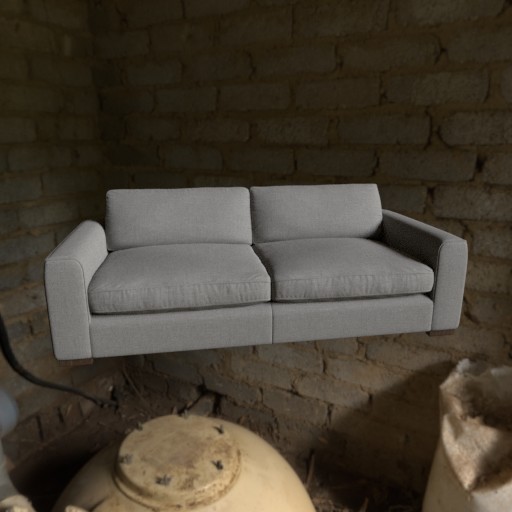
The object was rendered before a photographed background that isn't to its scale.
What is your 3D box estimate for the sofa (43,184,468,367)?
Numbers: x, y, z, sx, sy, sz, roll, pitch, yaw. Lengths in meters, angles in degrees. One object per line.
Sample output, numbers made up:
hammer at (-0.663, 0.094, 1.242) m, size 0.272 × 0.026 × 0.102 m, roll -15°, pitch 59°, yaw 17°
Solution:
sofa at (0.000, 0.000, 2.795) m, size 2.262 × 0.801 × 1.070 m, roll -3°, pitch 16°, yaw -9°
